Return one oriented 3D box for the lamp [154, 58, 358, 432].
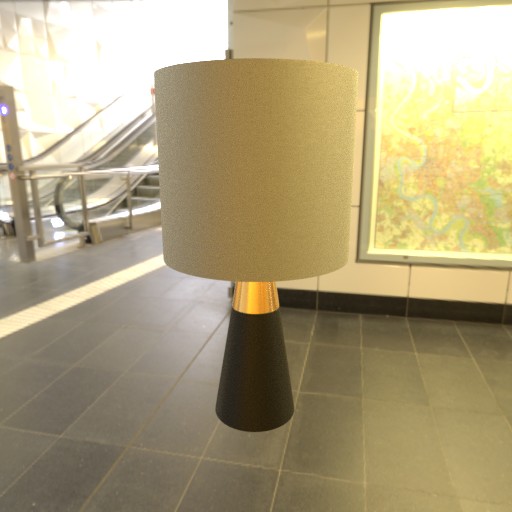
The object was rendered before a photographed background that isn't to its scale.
[{"bbox_3d":[0.000,0.000,0.752,0.308,0.580,0.308,-2,14,-7],"label":"lamp"}]
